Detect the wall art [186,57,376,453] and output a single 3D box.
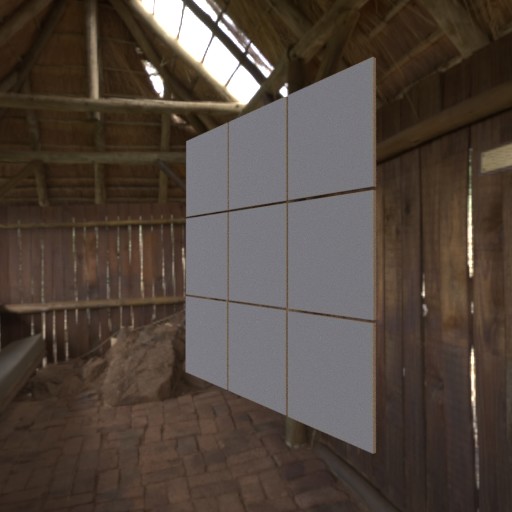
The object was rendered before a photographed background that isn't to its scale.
[{"bbox_3d":[0.000,0.000,2.315,0.017,1.521,1.527,0,-1,-37],"label":"wall art"}]
